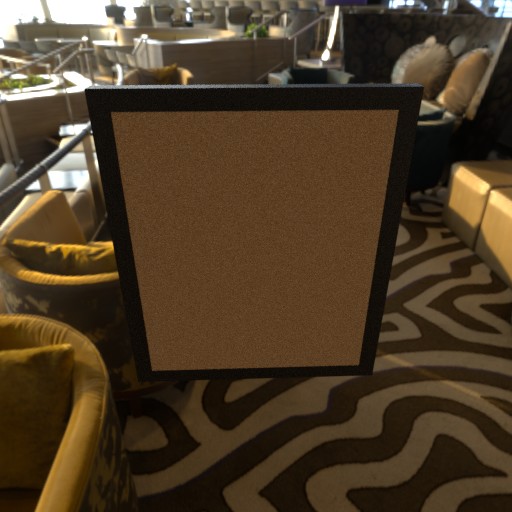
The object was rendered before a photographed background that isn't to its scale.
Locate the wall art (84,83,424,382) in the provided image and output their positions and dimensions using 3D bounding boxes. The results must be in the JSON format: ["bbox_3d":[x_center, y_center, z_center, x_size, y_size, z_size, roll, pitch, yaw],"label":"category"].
[{"bbox_3d":[0.000,0.000,0.701,0.432,0.508,0.025,-1,30,-2],"label":"wall art"}]
